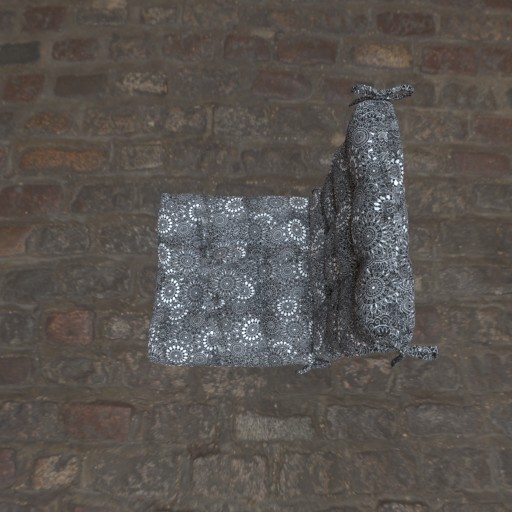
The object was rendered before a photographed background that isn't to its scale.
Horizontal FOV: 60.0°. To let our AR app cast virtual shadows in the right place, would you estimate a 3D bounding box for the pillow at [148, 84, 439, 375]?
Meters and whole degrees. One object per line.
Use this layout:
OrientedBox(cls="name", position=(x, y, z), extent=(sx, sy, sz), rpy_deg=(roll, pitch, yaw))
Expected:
OrientedBox(cls="pillow", position=(0.000, 0.000, 1.008), extent=(0.571, 0.605, 0.519), rpy_deg=(1, 75, 0))
